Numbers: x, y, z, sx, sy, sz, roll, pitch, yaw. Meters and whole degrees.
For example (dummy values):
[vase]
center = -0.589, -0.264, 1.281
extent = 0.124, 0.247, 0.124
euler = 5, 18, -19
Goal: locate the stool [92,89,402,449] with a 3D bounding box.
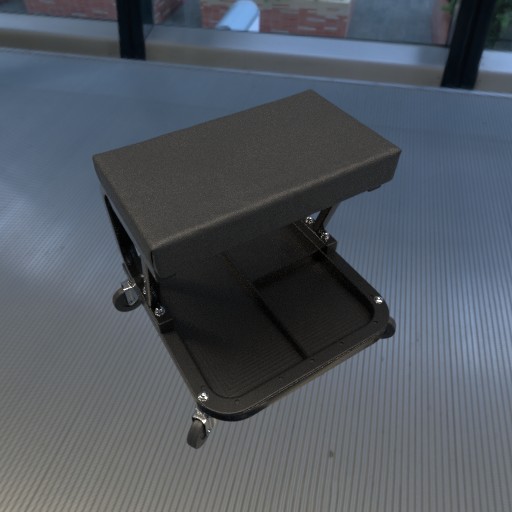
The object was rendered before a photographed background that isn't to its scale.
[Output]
[stool]
center = 0.000, 0.000, 0.725
extent = 0.446, 0.380, 0.371
euler = -24, 51, -21
